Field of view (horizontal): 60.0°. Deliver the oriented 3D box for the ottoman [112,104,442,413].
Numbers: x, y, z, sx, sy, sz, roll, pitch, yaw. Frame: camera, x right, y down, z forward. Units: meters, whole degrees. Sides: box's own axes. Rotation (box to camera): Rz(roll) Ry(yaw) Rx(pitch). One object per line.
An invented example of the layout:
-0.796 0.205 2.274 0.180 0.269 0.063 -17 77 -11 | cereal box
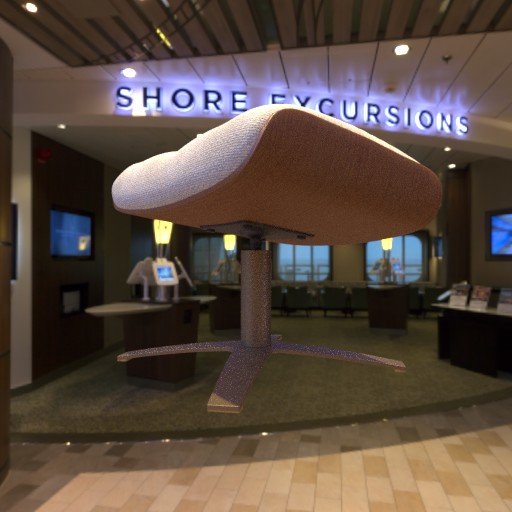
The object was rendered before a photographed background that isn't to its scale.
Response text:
0.000 0.000 0.805 0.394 0.391 0.520 0 0 -36 | ottoman
